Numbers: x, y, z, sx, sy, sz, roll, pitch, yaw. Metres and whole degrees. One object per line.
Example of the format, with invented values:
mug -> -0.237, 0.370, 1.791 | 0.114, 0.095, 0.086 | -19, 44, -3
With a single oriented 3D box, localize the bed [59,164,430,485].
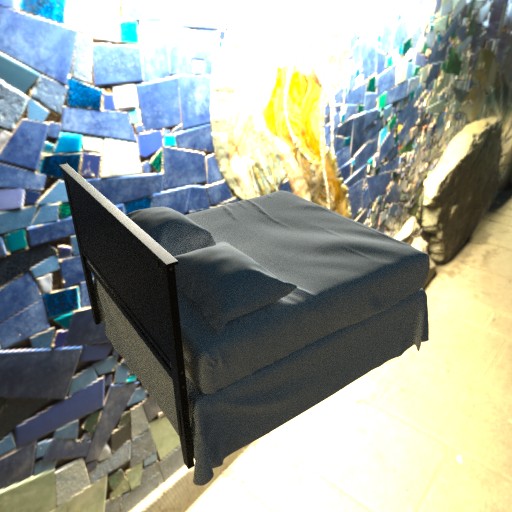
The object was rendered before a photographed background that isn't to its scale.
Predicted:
bed -> 0.000, 0.000, 3.153 | 2.050, 1.270, 1.870 | -18, 33, -31
